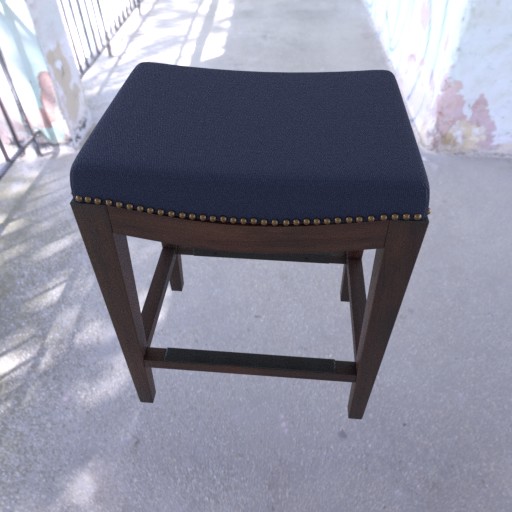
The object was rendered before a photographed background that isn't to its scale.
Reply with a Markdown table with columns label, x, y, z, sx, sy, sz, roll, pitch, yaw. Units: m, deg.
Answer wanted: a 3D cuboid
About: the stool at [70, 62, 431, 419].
| label | x | y | z | sx | sy | sz | roll | pitch | yaw |
| --- | --- | --- | --- | --- | --- | --- | --- | --- | --- |
| stool | 0.000 | 0.000 | 0.897 | 0.500 | 0.642 | 0.361 | 3 | 46 | 3 |
